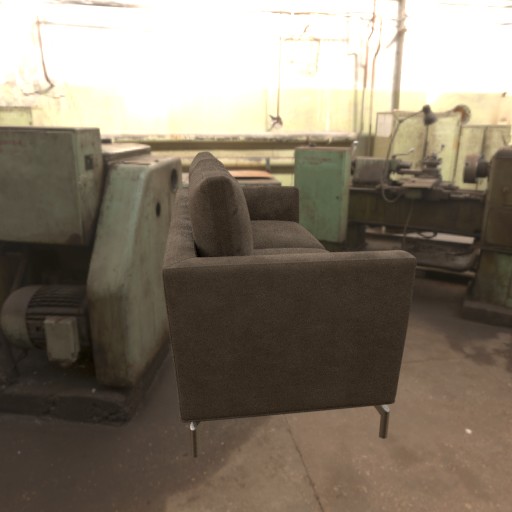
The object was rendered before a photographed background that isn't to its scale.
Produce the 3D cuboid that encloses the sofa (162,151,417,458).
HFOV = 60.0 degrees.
[{"bbox_3d":[0.000,0.000,2.347,0.855,1.013,1.832,-2,17,-8],"label":"sofa"}]
